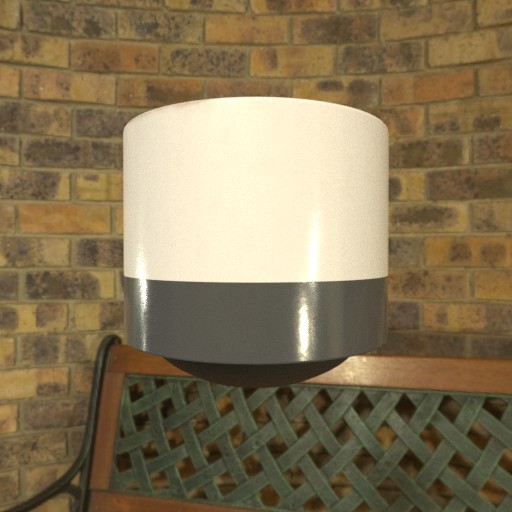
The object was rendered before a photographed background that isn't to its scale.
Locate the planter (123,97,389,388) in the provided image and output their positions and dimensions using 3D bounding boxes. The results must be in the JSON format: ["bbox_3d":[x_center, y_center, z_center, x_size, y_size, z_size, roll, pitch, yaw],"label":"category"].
[{"bbox_3d":[0.000,0.000,0.338,0.193,0.177,0.193,0,1,0],"label":"planter"}]
